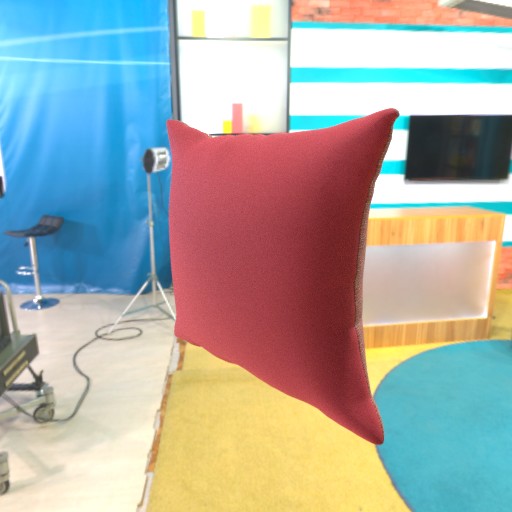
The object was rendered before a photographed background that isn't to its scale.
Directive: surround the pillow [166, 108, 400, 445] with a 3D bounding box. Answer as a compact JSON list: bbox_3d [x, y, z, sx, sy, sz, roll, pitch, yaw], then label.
[{"bbox_3d":[0.000,0.000,0.814,0.229,0.501,0.559,-13,19,-42],"label":"pillow"}]
